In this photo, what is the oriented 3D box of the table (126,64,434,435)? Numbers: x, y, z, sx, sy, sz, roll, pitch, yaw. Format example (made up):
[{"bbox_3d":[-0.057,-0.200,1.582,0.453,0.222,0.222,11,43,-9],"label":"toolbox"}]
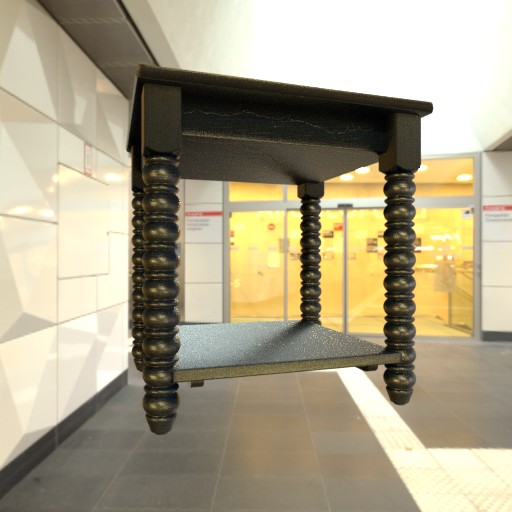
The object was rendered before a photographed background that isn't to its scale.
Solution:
[{"bbox_3d":[0.000,0.000,0.970,0.533,0.567,0.500,0,0,-18],"label":"table"}]
